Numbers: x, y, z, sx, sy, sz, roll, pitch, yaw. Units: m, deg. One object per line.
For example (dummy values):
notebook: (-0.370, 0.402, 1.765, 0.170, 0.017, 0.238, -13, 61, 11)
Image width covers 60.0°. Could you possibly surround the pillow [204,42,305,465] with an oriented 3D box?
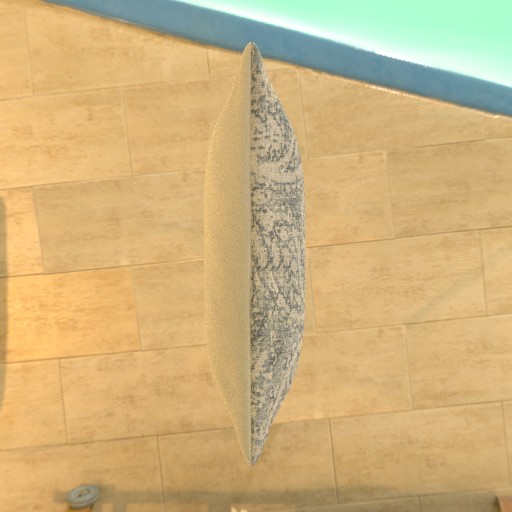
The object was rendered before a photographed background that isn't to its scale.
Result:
pillow: (0.000, 0.000, 0.789, 0.166, 0.510, 0.523, 0, 91, 0)
